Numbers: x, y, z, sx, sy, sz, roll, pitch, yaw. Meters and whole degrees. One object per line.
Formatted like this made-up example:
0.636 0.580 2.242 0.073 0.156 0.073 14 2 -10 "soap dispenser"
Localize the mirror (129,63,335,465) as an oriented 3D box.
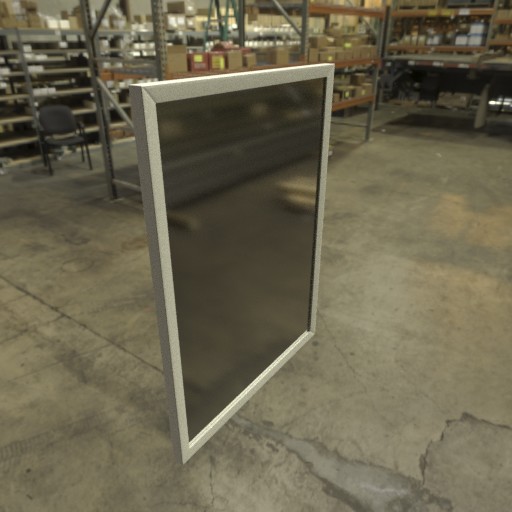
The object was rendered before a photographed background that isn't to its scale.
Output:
0.000 0.000 1.319 0.040 1.016 0.762 18 32 32 "mirror"
